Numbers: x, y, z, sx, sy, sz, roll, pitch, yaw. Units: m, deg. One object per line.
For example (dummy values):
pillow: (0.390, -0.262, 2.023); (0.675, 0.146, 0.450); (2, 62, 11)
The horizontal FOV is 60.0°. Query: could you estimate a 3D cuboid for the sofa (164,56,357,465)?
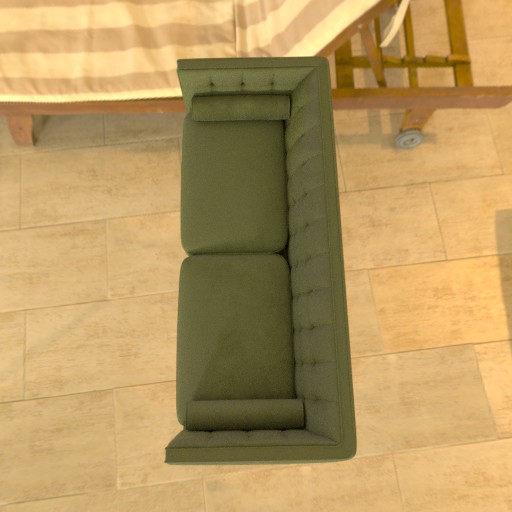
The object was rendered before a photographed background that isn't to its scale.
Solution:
sofa: (0.000, 0.000, 2.540); (0.867, 0.789, 2.087); (-1, 75, 0)
